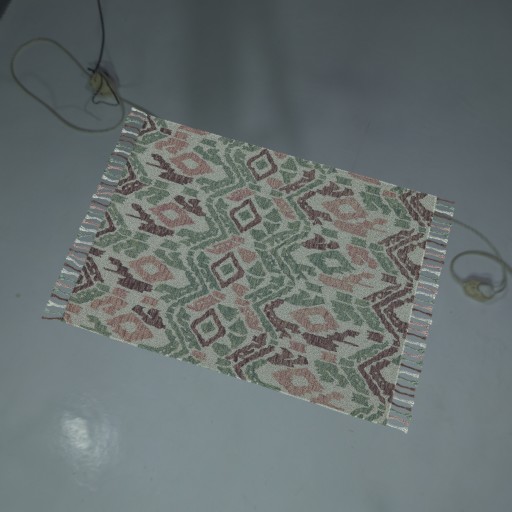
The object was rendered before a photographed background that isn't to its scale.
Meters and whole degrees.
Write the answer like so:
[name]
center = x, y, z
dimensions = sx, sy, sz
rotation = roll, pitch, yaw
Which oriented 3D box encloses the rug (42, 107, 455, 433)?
[rug]
center = 0.000, 0.000, 2.236
dimensions = 1.829, 0.010, 1.219
rotation = 17, 76, 4
